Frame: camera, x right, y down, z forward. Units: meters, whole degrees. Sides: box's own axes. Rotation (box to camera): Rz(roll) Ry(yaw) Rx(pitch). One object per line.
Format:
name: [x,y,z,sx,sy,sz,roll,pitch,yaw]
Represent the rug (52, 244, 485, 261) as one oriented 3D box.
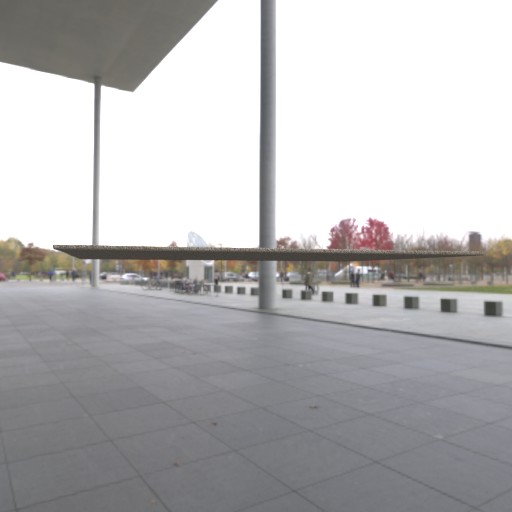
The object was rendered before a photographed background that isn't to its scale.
rug: [0.000,0.000,3.464,2.699,0.025,1.800,1,-2,-18]
